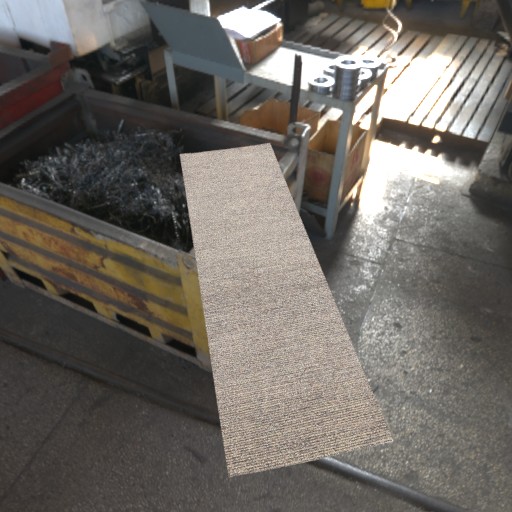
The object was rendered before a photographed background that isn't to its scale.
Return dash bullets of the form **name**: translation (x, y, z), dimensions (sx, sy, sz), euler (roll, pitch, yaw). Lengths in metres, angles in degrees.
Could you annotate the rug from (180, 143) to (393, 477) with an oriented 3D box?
- **rug**: translation (0.000, 0.000, 2.583), dimensions (0.697, 0.013, 2.335), euler (-8, 47, -8)
